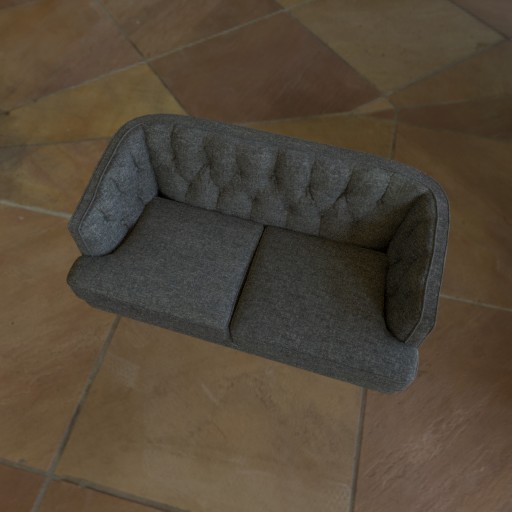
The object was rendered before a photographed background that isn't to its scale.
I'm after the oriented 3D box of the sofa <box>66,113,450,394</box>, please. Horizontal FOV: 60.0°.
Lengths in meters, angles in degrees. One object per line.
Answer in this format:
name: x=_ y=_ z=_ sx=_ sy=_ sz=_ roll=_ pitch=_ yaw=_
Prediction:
sofa: x=0.000 y=0.000 z=2.310 sx=1.733 sy=0.855 sz=0.941 roll=15 pitch=60 yaw=9
